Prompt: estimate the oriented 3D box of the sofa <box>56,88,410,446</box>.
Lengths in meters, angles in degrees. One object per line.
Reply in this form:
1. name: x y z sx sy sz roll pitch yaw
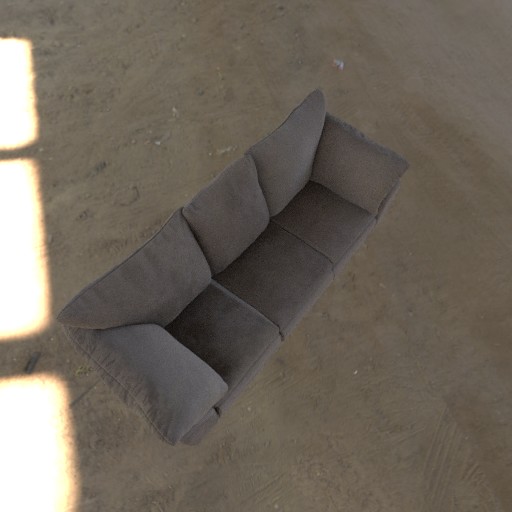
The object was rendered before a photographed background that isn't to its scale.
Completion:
1. sofa: 0.000 0.000 2.832 0.878 1.073 2.336 34 63 20
